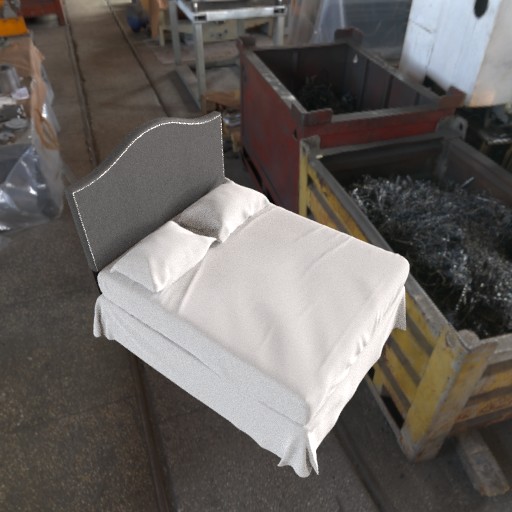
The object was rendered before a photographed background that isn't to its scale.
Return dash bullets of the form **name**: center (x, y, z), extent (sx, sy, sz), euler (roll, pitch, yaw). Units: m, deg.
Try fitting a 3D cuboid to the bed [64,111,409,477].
- **bed**: center (0.000, 0.000, 3.432), extent (2.221, 1.645, 1.876), euler (26, 47, 26)
